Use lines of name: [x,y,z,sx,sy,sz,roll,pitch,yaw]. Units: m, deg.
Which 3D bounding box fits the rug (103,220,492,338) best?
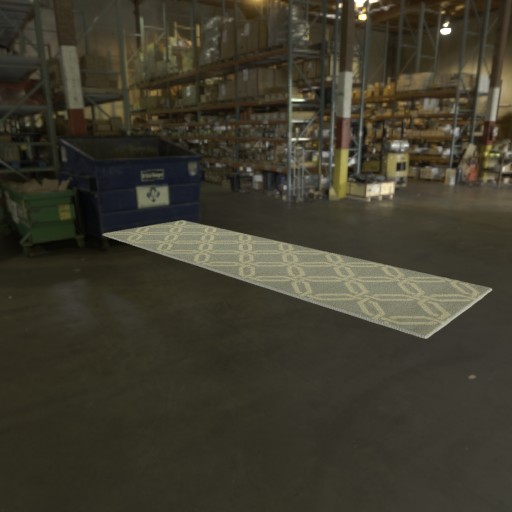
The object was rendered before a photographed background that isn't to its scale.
rug: [0.000,0.000,2.502,2.276,0.014,0.678,15,21,42]
